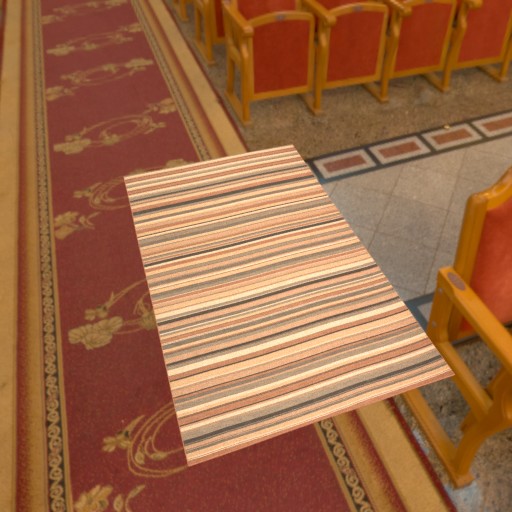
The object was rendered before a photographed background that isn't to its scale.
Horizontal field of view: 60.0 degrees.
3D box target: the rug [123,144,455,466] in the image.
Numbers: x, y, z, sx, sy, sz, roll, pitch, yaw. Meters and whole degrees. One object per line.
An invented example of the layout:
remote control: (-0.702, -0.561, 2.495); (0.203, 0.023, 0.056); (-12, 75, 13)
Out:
rug: (0.000, 0.000, 3.101); (1.523, 0.014, 2.438); (-14, 49, -13)
